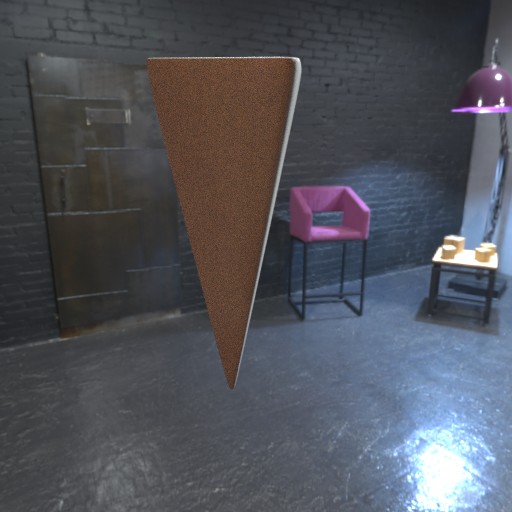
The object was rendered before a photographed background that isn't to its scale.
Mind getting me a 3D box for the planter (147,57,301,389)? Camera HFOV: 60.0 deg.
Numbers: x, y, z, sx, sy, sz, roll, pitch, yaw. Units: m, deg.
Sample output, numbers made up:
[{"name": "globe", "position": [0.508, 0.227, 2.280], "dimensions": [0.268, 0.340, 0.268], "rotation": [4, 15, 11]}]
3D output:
[{"name": "planter", "position": [0.000, 0.000, 0.155], "dimensions": [0.058, 0.130, 0.047], "rotation": [-8, 17, -26]}]
